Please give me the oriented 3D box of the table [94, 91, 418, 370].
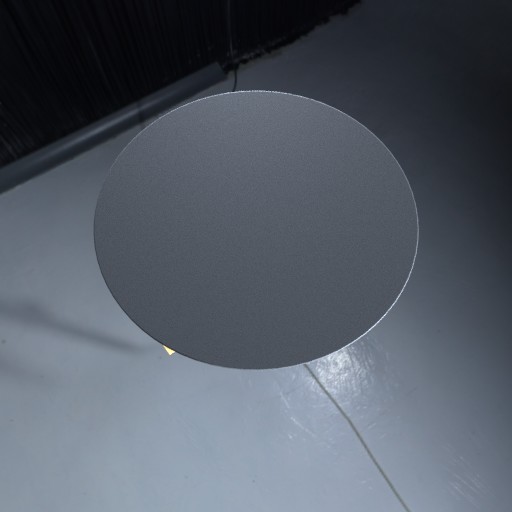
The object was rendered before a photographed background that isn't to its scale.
[{"bbox_3d":[0.000,0.000,1.010,0.600,0.405,0.600,0,64,0],"label":"table"}]
